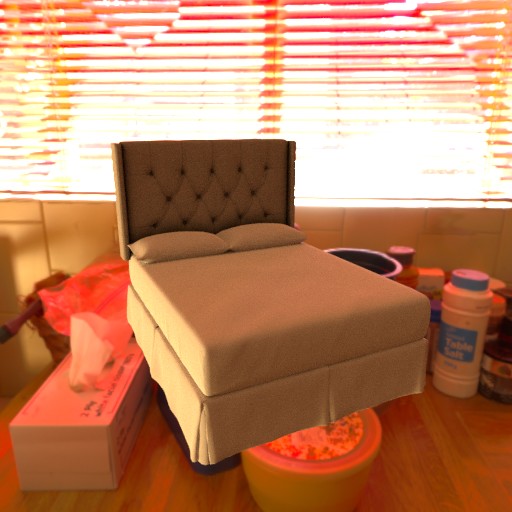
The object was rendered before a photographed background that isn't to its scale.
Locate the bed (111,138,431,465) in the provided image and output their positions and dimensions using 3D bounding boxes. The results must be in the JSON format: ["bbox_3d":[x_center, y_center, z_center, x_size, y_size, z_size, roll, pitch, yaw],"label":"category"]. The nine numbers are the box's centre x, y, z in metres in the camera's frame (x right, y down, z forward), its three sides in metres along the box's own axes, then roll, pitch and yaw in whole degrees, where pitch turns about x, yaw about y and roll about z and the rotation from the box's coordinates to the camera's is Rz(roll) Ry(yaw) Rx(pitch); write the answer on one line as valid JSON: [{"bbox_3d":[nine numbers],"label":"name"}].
[{"bbox_3d":[0.000,0.000,3.363,1.719,1.665,2.066,-8,18,-25],"label":"bed"}]
